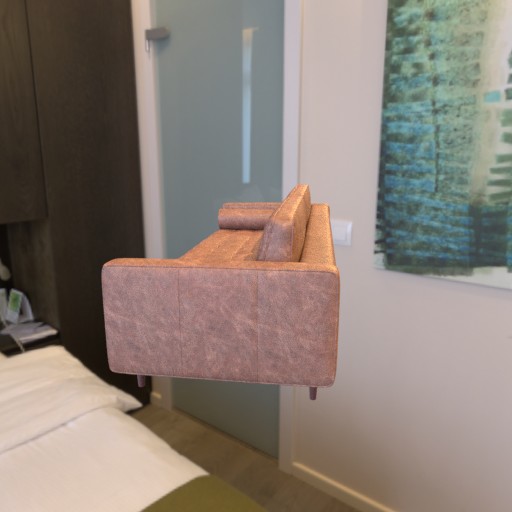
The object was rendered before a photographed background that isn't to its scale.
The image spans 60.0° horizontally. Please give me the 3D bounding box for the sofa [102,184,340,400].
[{"bbox_3d":[0.000,0.000,2.694,0.914,0.762,2.210,2,13,8],"label":"sofa"}]
